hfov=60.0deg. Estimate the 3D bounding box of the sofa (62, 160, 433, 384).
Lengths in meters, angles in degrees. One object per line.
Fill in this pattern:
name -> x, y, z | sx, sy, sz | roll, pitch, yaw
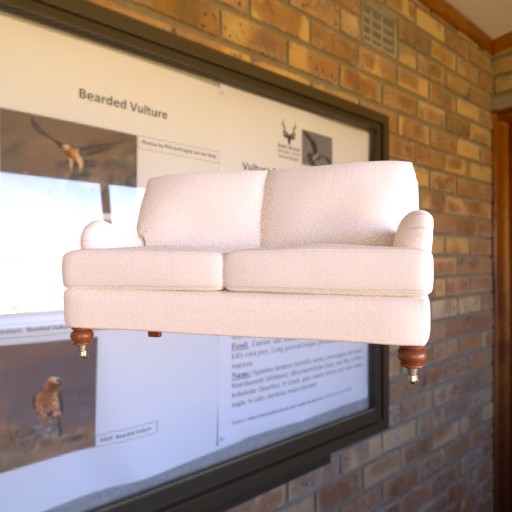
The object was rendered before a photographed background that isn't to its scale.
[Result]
sofa -> 0.000, 0.000, 2.517 | 1.853, 1.101, 1.084 | 0, -1, 17
